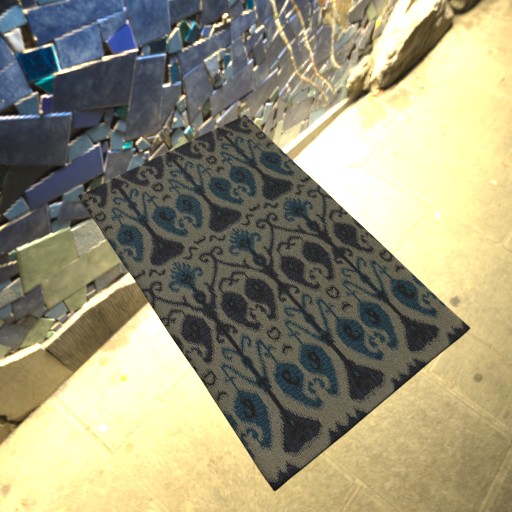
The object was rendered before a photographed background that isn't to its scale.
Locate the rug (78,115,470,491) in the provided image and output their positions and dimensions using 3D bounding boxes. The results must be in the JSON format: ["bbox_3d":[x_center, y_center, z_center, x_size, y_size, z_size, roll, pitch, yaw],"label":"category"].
[{"bbox_3d":[0.000,0.000,2.116,1.072,0.013,1.698,-32,63,-18],"label":"rug"}]
